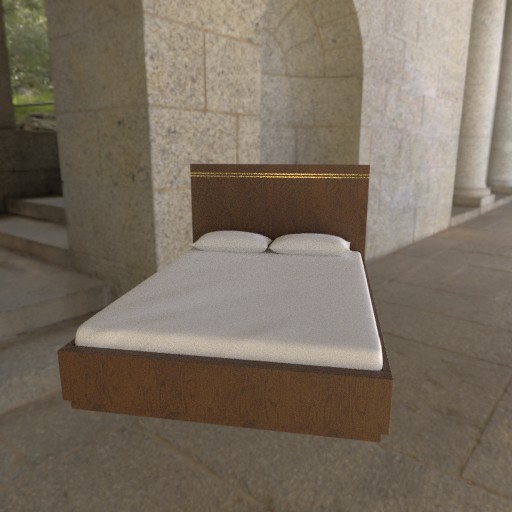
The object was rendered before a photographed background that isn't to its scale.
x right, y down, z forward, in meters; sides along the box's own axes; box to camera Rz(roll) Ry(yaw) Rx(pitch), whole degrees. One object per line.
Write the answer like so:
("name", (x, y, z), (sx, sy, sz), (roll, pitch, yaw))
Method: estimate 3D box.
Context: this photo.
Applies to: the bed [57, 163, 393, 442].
("bed", (0.000, 0.000, 3.069), (1.613, 1.169, 2.221), (2, 14, 10))
